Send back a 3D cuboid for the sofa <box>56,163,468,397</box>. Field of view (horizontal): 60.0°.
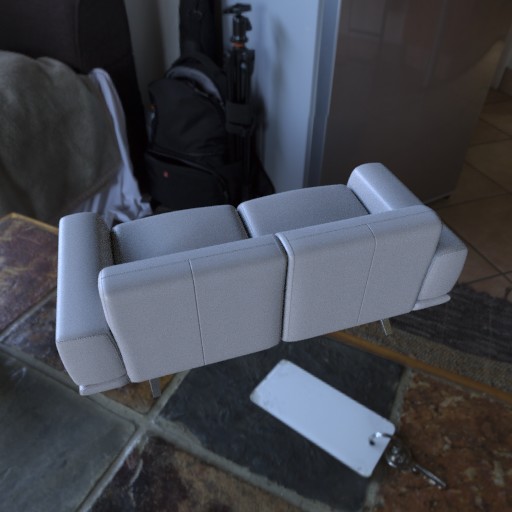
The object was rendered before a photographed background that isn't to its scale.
[{"bbox_3d":[0.000,0.000,2.321,1.901,0.772,0.900,-12,43,-13],"label":"sofa"}]
